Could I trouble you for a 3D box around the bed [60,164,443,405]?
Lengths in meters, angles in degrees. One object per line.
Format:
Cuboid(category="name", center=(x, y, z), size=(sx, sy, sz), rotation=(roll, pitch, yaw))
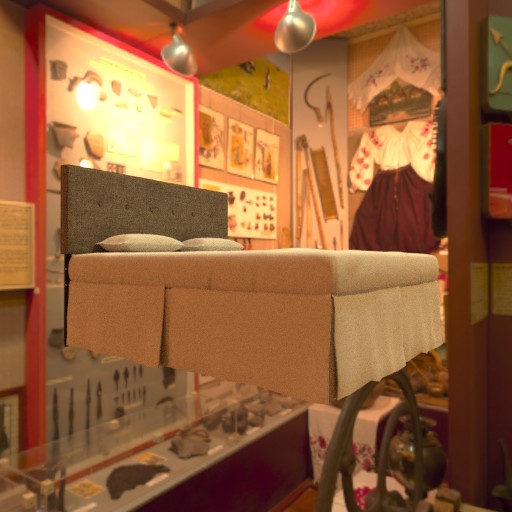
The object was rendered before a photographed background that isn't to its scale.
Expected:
Cuboid(category="bed", center=(0.000, 0.000, 2.887), size=(1.958, 1.168, 1.621), rotation=(0, 0, 37))
